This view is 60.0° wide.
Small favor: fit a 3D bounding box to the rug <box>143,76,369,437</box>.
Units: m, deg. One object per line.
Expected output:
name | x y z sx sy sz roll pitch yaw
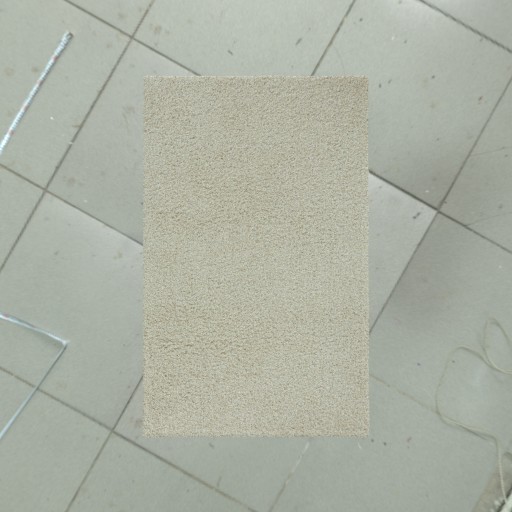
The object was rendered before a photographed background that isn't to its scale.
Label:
rug | 0.000 0.000 2.995 1.524 0.030 2.438 0 90 0
